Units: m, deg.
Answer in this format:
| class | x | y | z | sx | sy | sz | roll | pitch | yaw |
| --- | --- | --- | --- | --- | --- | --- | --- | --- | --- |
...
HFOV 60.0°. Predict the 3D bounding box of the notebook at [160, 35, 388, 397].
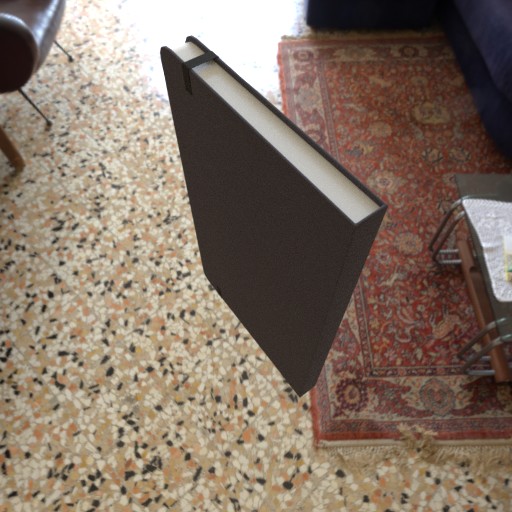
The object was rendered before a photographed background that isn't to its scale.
| class | x | y | z | sx | sy | sz | roll | pitch | yaw |
| --- | --- | --- | --- | --- | --- | --- | --- | --- | --- |
| notebook | 0.000 | 0.000 | 0.261 | 0.016 | 0.213 | 0.127 | -32 | 63 | -18 |
